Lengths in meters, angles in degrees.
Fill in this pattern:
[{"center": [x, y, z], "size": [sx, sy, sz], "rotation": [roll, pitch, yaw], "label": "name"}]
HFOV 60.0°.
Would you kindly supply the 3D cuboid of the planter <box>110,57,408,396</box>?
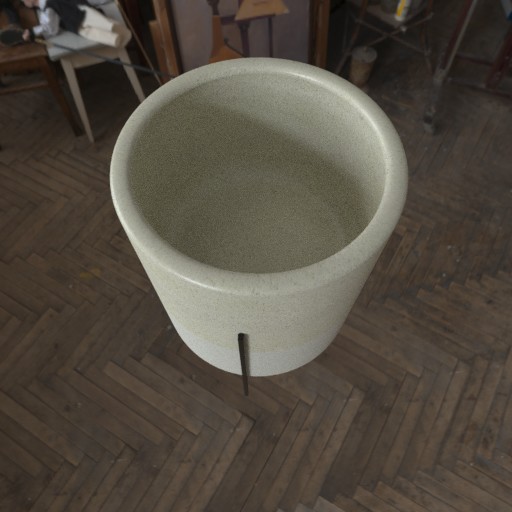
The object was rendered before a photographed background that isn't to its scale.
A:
[{"center": [0.000, 0.000, 0.697], "size": [0.333, 0.483, 0.324], "rotation": [34, 68, 16], "label": "planter"}]
